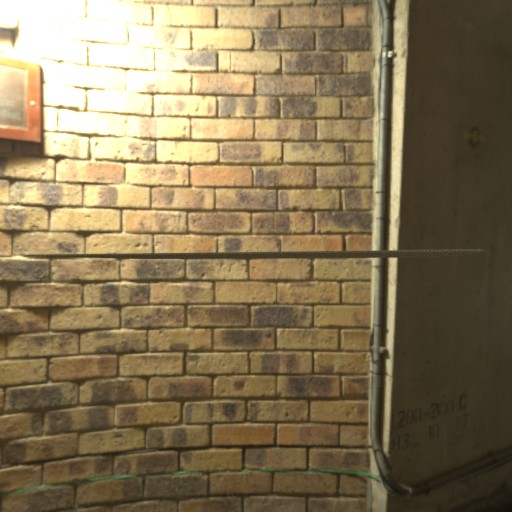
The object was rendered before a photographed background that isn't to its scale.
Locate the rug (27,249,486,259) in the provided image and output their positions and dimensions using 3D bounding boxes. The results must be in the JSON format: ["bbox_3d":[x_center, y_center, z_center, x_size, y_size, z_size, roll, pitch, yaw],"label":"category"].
[{"bbox_3d":[0.000,0.000,3.503,3.048,0.011,1.546,0,-1,19],"label":"rug"}]
